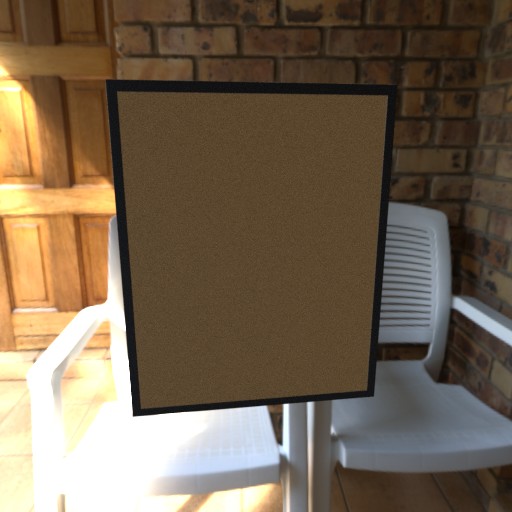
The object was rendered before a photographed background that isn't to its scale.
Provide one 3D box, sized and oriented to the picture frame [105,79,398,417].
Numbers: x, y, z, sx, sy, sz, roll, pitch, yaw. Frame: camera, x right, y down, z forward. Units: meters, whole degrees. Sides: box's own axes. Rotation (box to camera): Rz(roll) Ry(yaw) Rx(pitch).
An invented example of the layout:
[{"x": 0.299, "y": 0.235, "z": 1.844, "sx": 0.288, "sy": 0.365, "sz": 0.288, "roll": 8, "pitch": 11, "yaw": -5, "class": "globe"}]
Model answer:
[{"x": 0.000, "y": 0.000, "z": 0.721, "sx": 0.421, "sy": 0.526, "sz": 0.046, "roll": -2, "pitch": 15, "yaw": -8, "class": "picture frame"}]
